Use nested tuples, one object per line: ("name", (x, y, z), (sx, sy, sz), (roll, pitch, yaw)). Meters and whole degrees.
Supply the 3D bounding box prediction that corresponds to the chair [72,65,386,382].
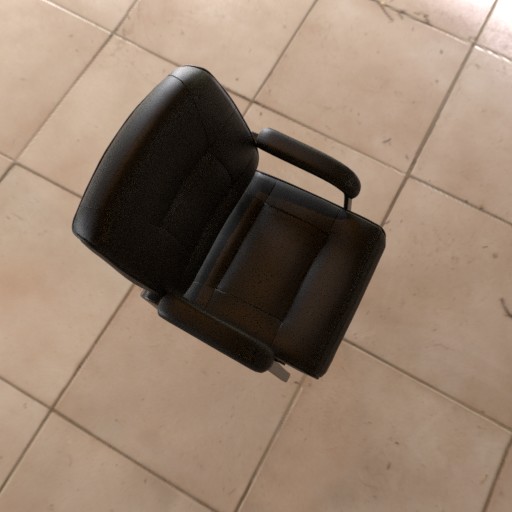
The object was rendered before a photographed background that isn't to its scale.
("chair", (0.000, 0.000, 1.314), (0.668, 0.910, 0.591), (27, 77, 7))
